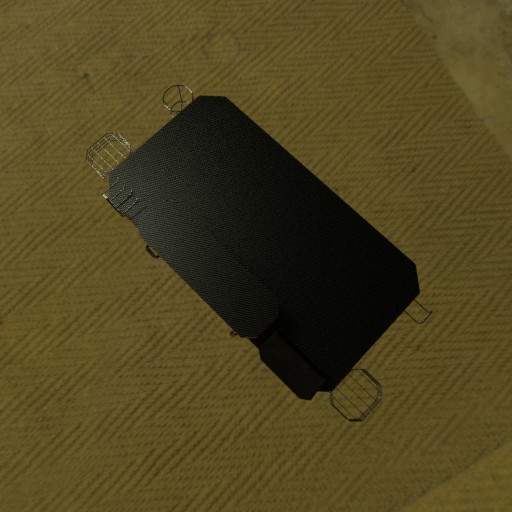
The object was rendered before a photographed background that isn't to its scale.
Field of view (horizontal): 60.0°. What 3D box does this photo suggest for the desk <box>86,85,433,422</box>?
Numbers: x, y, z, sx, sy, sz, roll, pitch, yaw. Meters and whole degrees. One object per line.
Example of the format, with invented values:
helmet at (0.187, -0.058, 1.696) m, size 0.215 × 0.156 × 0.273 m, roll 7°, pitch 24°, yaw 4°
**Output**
desk at (0.000, 0.000, 1.757) m, size 1.280 × 0.913 × 0.588 m, roll 44°, pitch 80°, yaw 10°
